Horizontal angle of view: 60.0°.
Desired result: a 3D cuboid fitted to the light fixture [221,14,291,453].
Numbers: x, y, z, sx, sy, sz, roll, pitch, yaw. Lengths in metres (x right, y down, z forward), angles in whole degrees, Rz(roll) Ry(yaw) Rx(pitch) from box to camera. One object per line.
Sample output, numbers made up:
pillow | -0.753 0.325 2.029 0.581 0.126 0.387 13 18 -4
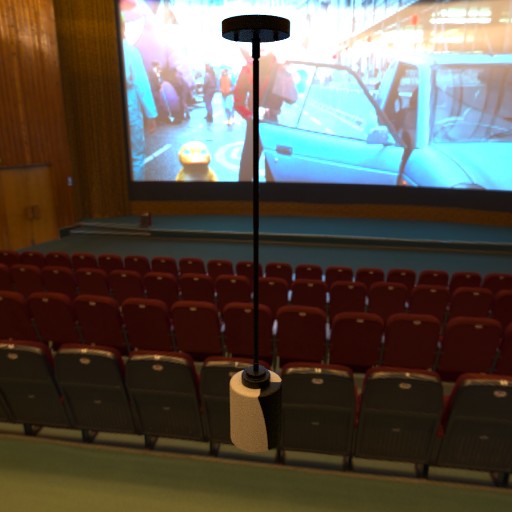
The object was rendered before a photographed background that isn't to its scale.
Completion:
light fixture | 0.000 0.000 0.907 0.123 0.863 0.123 2 16 7
